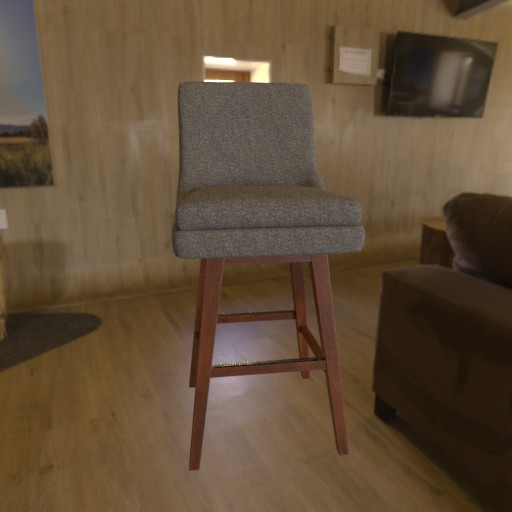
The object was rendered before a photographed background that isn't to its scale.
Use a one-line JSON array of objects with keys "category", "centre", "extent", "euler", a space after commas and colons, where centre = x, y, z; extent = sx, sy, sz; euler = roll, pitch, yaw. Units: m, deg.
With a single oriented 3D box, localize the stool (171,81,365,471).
[{"category": "stool", "centre": [0.000, 0.000, 1.368], "extent": [0.489, 1.068, 0.572], "euler": [-2, 15, -8]}]
